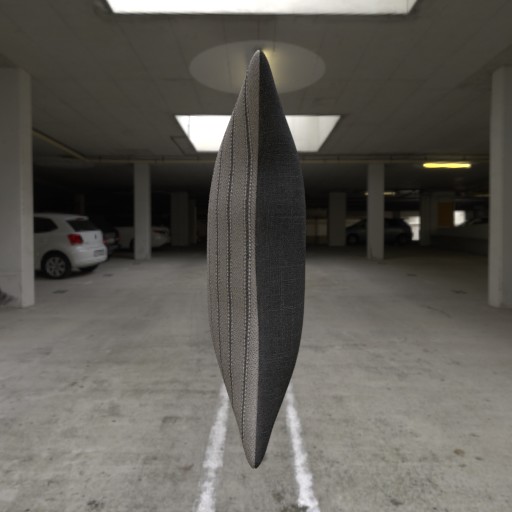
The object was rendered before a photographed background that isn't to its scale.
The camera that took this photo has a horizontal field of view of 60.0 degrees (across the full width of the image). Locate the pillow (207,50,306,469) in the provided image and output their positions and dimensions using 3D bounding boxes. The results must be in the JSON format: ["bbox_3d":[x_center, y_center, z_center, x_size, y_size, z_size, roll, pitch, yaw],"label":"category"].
[{"bbox_3d":[0.000,0.000,0.699,0.138,0.444,0.468,0,1,0],"label":"pillow"}]
